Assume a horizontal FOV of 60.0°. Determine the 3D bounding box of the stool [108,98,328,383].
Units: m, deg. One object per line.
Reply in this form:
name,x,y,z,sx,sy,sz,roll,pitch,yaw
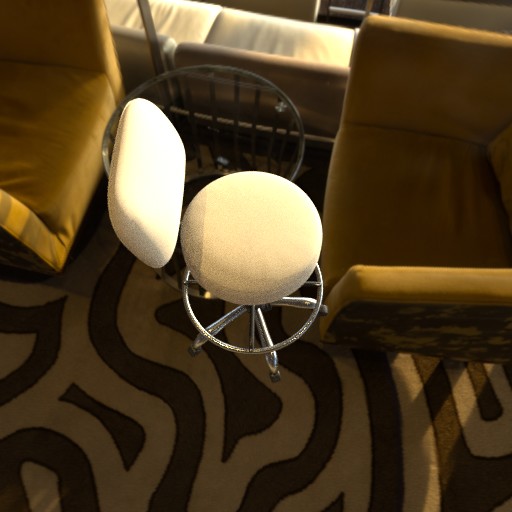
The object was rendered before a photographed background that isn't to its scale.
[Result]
stool,0.000,0.000,1.438,0.616,1.080,0.609,1,63,0
